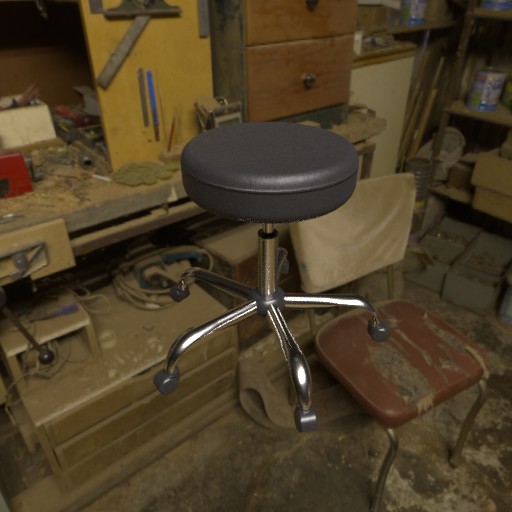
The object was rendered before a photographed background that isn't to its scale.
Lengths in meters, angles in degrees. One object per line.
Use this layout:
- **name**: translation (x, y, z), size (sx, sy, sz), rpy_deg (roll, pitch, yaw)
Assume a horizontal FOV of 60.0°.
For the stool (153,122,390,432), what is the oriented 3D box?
- **stool**: translation (0.000, 0.000, 1.137), size (0.638, 0.576, 0.673), rpy_deg (-23, 39, -31)
